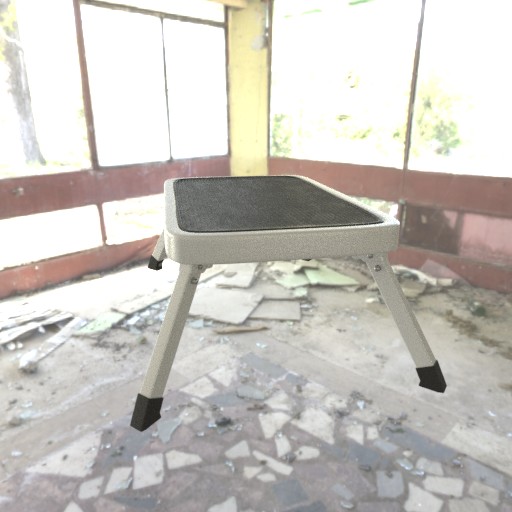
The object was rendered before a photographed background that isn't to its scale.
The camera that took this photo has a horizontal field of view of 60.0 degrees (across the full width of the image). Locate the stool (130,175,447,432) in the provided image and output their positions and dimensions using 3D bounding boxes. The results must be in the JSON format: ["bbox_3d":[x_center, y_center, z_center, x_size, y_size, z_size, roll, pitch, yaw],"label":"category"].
[{"bbox_3d":[0.000,0.000,0.613,0.320,0.170,0.460,-3,18,-11],"label":"stool"}]
